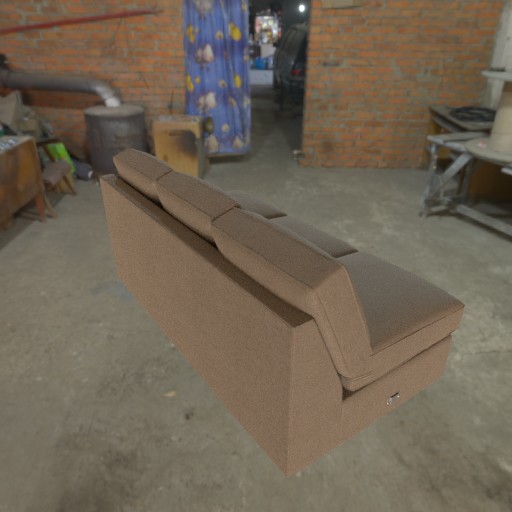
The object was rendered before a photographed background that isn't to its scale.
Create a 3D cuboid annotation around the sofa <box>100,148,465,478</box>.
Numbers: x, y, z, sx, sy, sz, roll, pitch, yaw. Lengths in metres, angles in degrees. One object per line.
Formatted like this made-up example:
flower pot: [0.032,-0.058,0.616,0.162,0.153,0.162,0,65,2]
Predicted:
sofa: [0.000,0.000,2.643,1.127,1.036,2.092,-18,32,-31]
